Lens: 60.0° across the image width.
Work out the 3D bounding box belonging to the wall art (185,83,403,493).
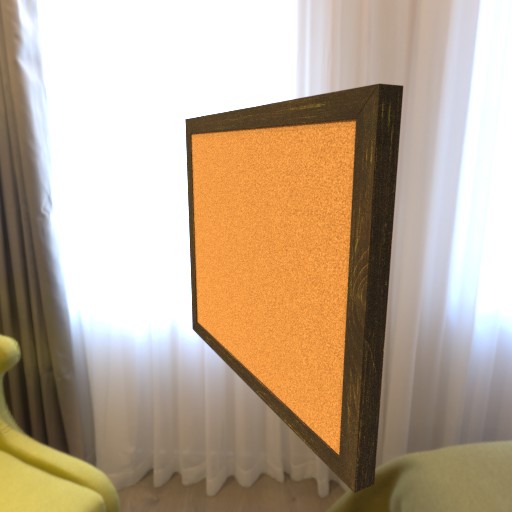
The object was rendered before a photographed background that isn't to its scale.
[{"bbox_3d":[0.000,0.000,0.719,0.032,0.457,0.558,-7,15,-27],"label":"wall art"}]
